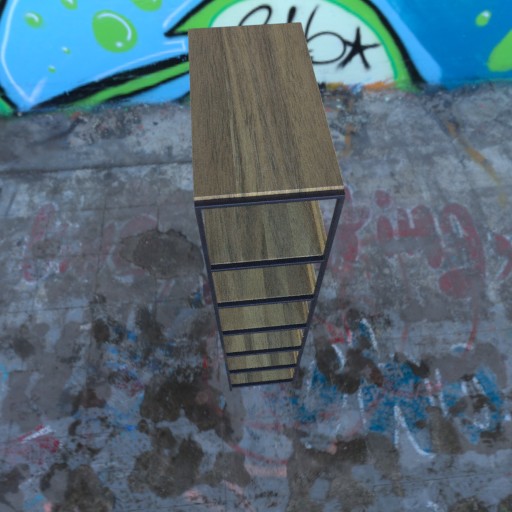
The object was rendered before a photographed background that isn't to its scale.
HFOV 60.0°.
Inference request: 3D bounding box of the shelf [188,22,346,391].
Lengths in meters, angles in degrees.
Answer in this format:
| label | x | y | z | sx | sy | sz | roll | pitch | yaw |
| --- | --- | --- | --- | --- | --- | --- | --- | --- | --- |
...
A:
| label | x | y | z | sx | sy | sz | roll | pitch | yaw |
| --- | --- | --- | --- | --- | --- | --- | --- | --- | --- |
| shelf | 0.000 | 0.000 | 2.314 | 0.431 | 2.015 | 0.847 | -5 | 59 | -3 |
